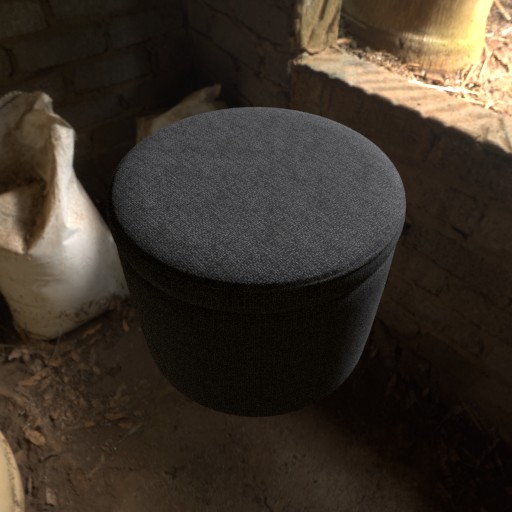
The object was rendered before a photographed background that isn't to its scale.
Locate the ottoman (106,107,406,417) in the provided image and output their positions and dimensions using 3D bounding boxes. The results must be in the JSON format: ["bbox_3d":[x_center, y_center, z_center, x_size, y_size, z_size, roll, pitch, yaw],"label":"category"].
[{"bbox_3d":[0.000,0.000,0.913,0.520,0.430,0.520,0,46,0],"label":"ottoman"}]
